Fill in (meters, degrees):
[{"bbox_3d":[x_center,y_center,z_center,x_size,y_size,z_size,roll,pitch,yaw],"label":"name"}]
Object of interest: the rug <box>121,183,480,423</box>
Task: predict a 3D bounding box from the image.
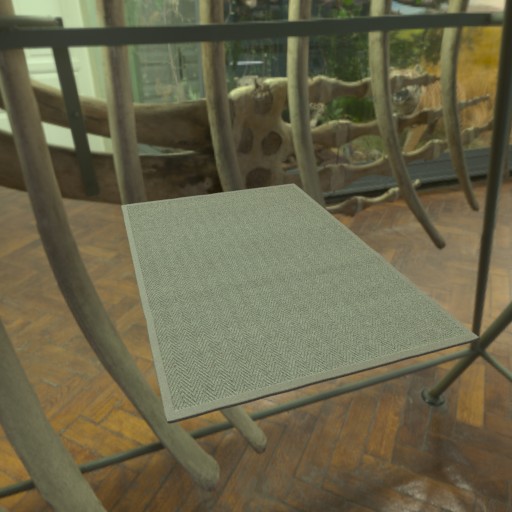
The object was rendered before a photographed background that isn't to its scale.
[{"bbox_3d":[0.000,0.000,2.898,1.540,0.021,2.290,-10,31,-17],"label":"rug"}]
